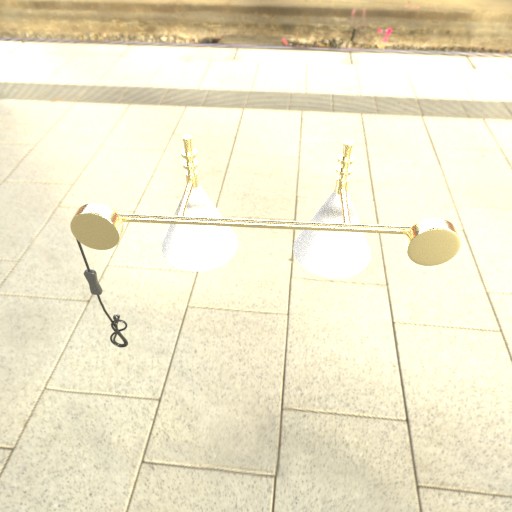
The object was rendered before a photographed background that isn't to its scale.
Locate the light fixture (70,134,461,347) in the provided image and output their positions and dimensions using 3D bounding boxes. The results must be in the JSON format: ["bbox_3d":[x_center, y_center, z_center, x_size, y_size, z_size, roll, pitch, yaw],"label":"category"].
[{"bbox_3d":[0.000,0.000,0.882,0.642,0.468,0.239,3,43,3],"label":"light fixture"}]
